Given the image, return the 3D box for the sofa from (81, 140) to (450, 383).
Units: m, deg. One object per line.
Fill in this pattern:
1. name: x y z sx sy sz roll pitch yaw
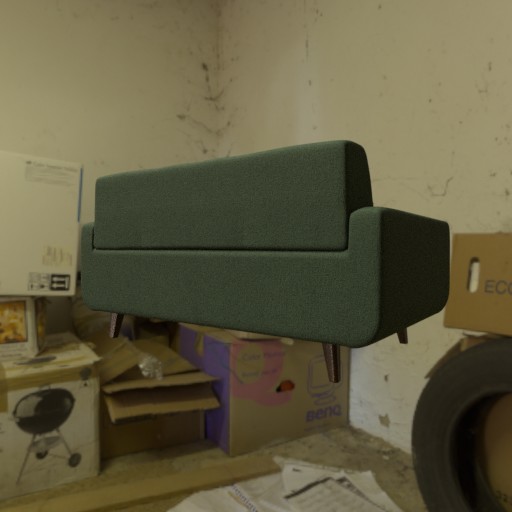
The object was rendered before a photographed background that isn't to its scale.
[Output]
1. sofa: 0.000 0.000 2.209 1.631 0.841 0.909 1 2 36
